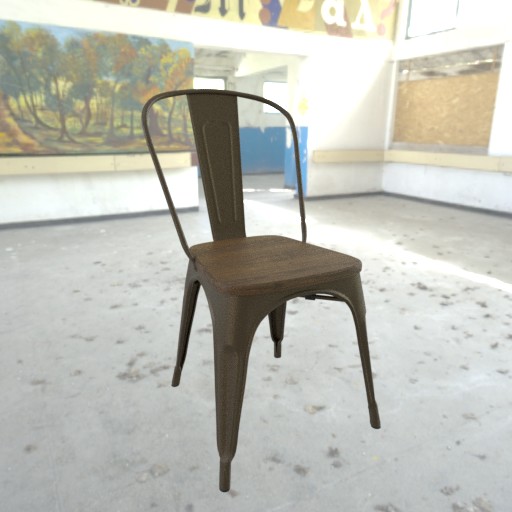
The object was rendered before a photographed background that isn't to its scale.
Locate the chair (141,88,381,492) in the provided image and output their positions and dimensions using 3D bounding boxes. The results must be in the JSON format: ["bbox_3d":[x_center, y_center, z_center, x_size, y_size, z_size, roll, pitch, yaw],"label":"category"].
[{"bbox_3d":[0.000,0.000,1.141,0.451,0.844,0.532,-9,18,-27],"label":"chair"}]
